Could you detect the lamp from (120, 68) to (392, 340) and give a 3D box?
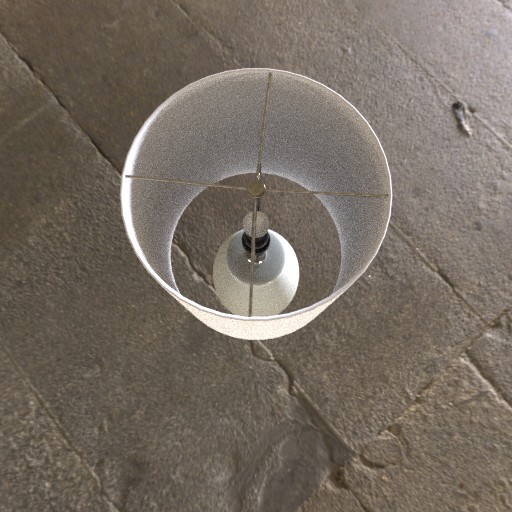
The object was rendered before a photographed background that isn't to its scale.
[{"bbox_3d":[0.000,0.000,0.572,0.217,0.453,0.217,4,76,1],"label":"lamp"}]
